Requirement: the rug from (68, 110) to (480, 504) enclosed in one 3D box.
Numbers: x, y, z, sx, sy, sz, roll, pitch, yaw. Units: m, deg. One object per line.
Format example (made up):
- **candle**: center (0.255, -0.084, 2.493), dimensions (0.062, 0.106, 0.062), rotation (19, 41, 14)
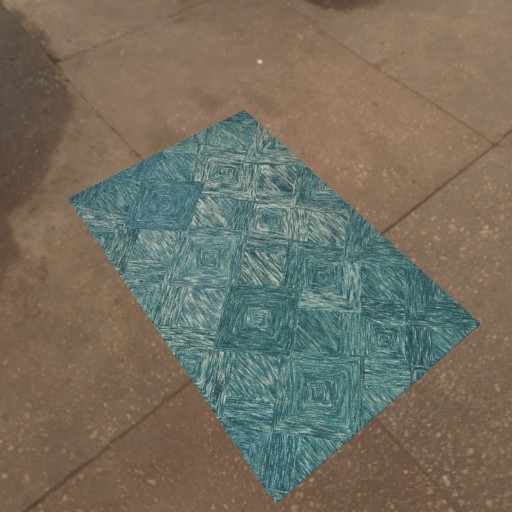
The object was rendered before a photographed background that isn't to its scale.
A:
- **rug**: center (0.000, 0.000, 2.771), dimensions (1.490, 0.015, 2.277), rotation (-33, 63, -19)
